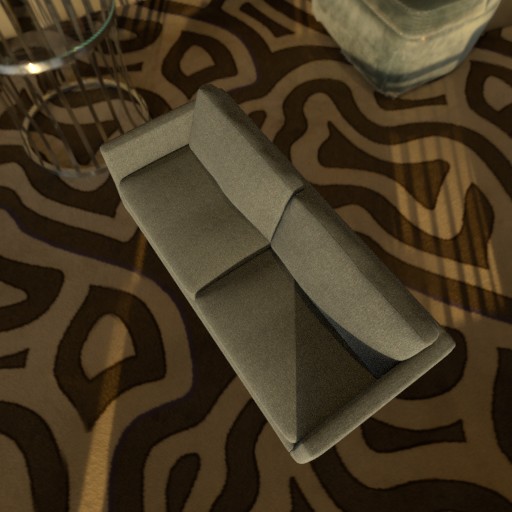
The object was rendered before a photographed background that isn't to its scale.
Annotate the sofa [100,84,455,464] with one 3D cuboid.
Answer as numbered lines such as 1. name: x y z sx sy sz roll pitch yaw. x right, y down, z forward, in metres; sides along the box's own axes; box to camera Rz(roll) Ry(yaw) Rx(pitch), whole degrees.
1. sofa: 0.000 0.000 2.729 0.948 0.965 2.208 -32 67 -15
